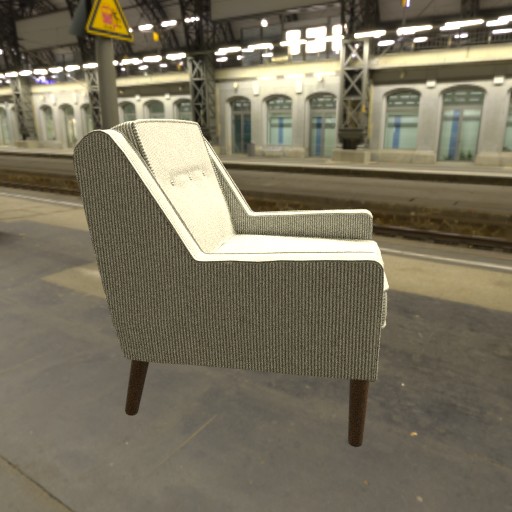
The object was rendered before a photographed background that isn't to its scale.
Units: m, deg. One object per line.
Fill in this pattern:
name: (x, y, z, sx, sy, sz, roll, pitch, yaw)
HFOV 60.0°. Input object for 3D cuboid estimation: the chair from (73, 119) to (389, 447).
chair: (0.000, 0.000, 1.339, 0.743, 0.792, 0.663, 3, 16, 11)
